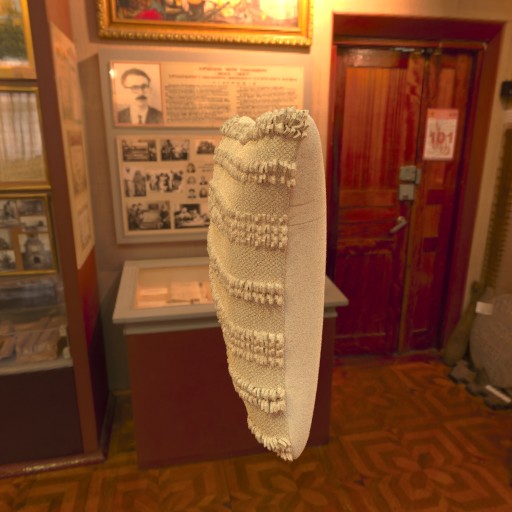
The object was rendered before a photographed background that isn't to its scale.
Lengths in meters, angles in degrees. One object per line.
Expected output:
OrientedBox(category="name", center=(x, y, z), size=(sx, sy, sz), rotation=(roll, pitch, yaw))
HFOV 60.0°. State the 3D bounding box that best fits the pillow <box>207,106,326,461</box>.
OrientedBox(category="pillow", center=(0.000, 0.000, 0.681), size=(0.145, 0.427, 0.437), rotation=(-3, 16, -9))
